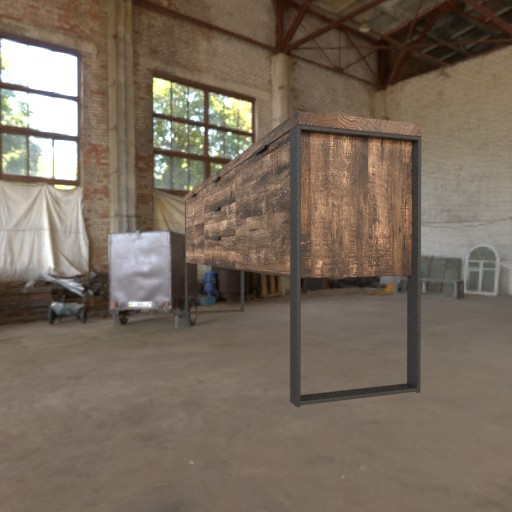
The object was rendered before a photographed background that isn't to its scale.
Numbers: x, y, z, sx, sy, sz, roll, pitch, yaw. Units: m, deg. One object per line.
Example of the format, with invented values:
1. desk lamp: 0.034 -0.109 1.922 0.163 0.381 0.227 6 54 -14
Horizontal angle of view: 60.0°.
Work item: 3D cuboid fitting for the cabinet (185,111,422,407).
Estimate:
1. cabinet: 0.000 0.000 2.049 0.395 0.762 1.800 0 1 -18
